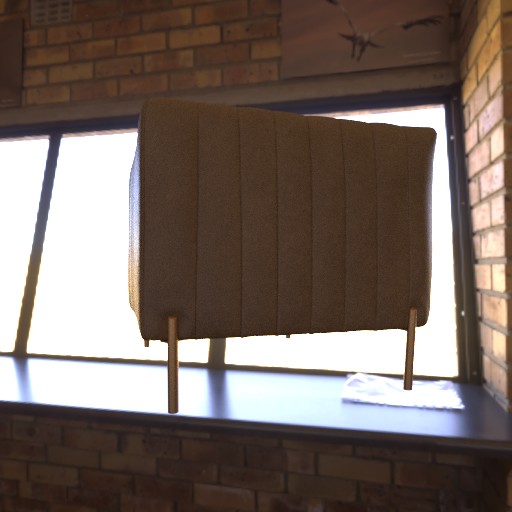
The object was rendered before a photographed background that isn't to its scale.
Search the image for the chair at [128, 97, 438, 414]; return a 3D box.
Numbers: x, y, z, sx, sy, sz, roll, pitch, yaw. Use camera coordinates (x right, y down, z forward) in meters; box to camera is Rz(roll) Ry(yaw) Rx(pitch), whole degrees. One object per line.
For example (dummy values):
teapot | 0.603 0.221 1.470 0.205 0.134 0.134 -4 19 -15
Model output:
chair | 0.000 0.000 1.611 0.876 0.779 0.981 0 -1 -18
